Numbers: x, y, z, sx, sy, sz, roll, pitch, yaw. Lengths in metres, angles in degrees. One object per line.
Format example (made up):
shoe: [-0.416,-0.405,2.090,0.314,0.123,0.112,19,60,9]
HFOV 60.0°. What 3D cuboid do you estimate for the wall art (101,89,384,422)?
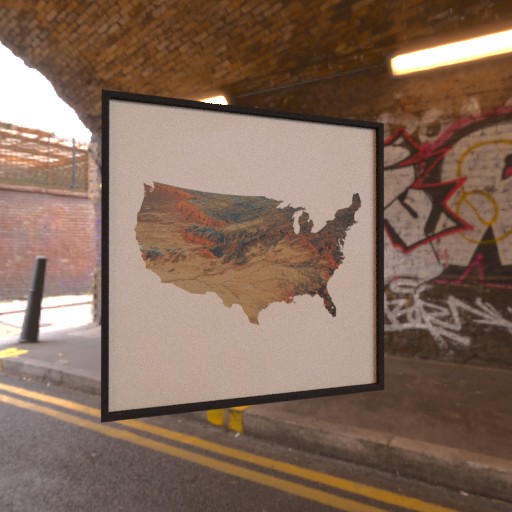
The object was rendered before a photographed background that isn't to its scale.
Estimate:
wall art: [0.000,0.000,1.156,0.762,0.762,0.038,0,0,-19]
